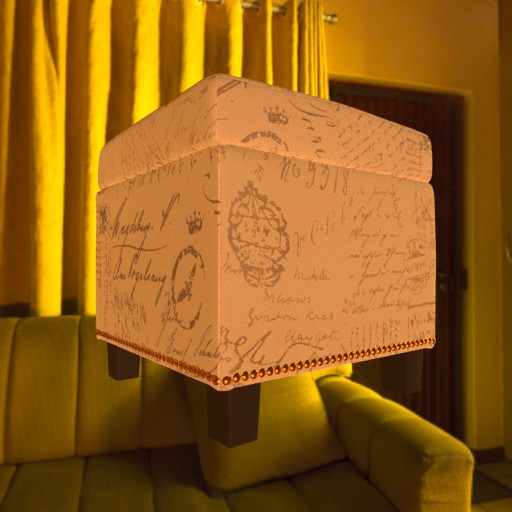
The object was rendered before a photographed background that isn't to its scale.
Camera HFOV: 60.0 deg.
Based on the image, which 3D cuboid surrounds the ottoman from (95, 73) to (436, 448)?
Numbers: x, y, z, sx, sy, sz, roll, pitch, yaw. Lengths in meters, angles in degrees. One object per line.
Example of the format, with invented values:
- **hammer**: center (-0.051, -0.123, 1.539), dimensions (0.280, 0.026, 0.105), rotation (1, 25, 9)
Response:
- **ottoman**: center (0.000, 0.000, 0.800), dimensions (0.449, 0.457, 0.450), rotation (1, -1, -37)
